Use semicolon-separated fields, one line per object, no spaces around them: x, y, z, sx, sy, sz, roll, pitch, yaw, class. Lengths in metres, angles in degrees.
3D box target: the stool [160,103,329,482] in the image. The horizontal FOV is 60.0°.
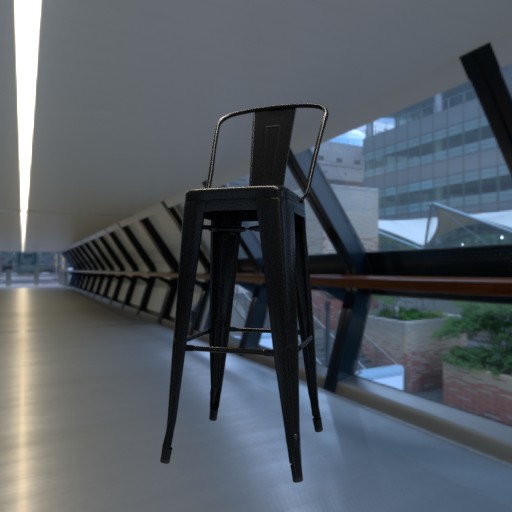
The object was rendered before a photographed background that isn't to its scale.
0.000;0.000;1.357;0.399;1.096;0.513;0;-1;17;stool
